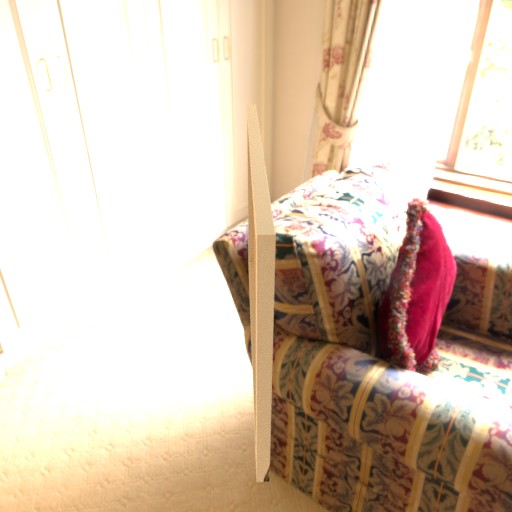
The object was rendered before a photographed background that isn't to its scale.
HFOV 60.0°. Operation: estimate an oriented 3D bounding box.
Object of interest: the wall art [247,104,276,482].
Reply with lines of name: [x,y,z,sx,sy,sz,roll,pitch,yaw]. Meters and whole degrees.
wall art: [0.000,0.000,1.515,0.038,0.767,1.144,-1,31,-2]
